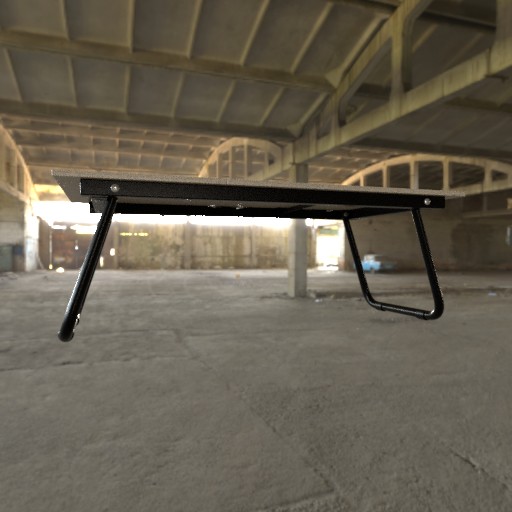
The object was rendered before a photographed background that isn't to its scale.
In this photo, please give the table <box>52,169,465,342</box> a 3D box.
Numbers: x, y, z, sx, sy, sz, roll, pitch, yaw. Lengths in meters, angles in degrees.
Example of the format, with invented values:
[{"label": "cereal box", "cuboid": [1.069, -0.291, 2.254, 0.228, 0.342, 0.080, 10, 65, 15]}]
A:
[{"label": "table", "cuboid": [0.000, 0.000, 0.803, 0.644, 0.242, 0.322, 0, 1, -19]}]
